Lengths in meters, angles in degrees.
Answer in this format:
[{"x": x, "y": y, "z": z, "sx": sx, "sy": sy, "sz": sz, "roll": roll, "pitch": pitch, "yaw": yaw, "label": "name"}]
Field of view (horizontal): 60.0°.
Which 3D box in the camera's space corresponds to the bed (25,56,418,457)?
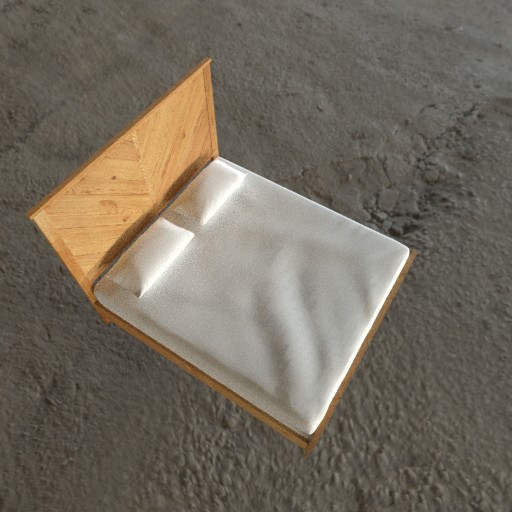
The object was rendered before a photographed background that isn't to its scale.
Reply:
[{"x": 0.000, "y": 0.000, "z": 3.606, "sx": 2.201, "sy": 1.686, "sz": 1.936, "roll": 28, "pitch": 62, "yaw": 17, "label": "bed"}]
